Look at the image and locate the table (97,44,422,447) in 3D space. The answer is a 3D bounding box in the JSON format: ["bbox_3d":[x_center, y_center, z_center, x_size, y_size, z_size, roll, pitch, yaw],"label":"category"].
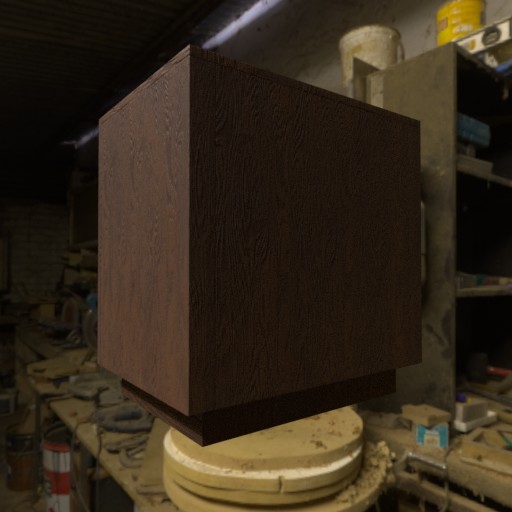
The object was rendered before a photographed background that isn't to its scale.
[{"bbox_3d":[0.000,0.000,0.960,0.560,0.585,0.439,1,-1,-37],"label":"table"}]
